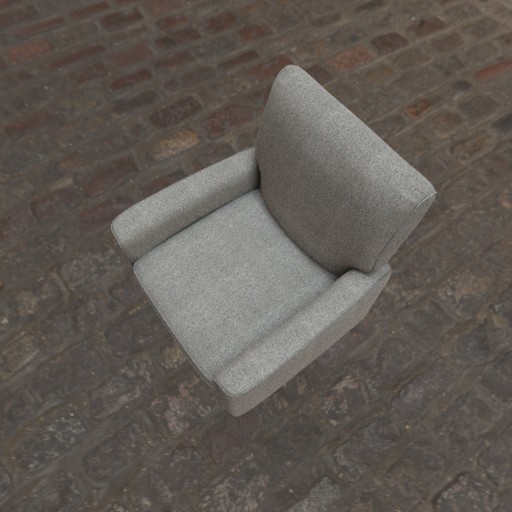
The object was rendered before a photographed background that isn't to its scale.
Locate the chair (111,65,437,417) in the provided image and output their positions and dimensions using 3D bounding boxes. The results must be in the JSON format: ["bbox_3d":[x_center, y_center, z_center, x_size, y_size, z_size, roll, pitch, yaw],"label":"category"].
[{"bbox_3d":[0.000,0.000,1.728,0.858,1.028,0.841,-34,68,-16],"label":"chair"}]
